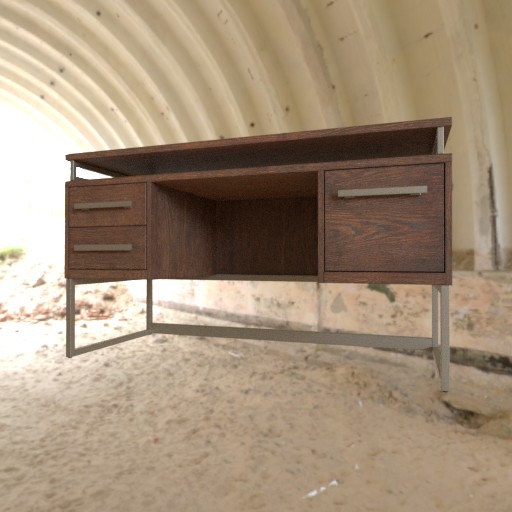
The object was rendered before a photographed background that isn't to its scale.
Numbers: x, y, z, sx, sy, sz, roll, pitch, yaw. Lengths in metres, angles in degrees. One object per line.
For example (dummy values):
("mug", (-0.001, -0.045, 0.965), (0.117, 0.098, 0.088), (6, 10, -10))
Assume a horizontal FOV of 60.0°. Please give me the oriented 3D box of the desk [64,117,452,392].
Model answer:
("desk", (0.000, 0.000, 1.758), (1.384, 0.792, 0.610), (0, 0, 19))
